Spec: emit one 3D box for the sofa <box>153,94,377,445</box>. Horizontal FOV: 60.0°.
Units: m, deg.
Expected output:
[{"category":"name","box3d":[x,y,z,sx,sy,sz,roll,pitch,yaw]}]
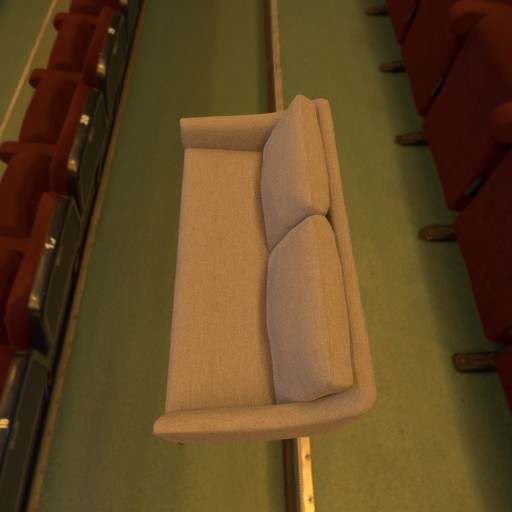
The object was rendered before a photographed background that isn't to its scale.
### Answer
[{"category":"sofa","box3d":[0.000,0.000,2.625,0.980,0.913,2.036,-1,59,-1]}]
